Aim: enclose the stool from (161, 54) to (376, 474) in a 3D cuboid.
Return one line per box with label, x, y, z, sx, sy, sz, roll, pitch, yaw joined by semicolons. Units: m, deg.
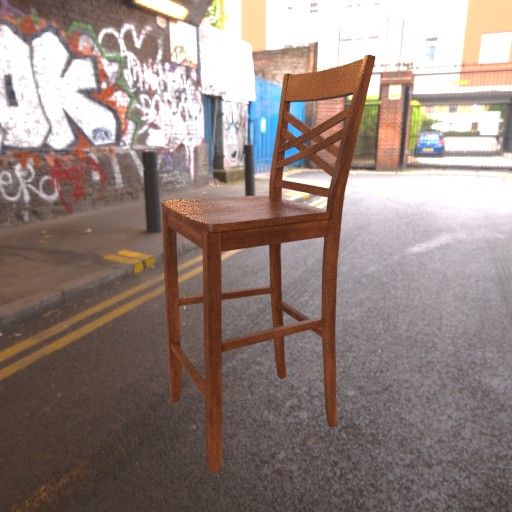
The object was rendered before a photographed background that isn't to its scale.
stool;0.000;0.000;1.352;0.487;1.105;0.433;-7;17;-25
